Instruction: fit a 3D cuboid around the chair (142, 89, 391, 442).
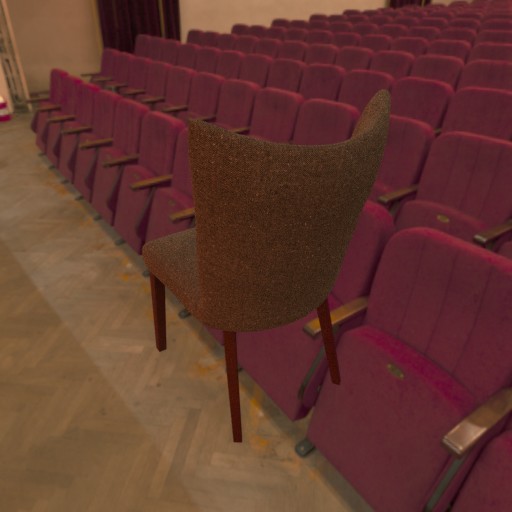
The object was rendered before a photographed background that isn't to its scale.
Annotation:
[{"bbox_3d":[0.000,0.000,1.294,0.535,0.924,0.623,-19,36,-29],"label":"chair"}]
